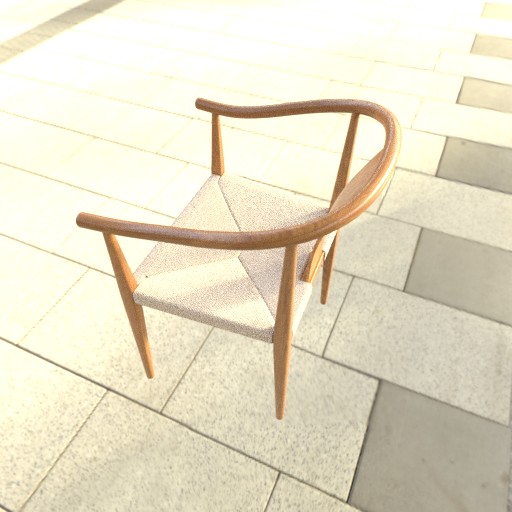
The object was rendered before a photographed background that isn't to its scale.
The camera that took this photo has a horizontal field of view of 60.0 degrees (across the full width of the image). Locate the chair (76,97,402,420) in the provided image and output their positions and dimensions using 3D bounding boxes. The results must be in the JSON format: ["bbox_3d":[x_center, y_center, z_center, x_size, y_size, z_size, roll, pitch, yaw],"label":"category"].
[{"bbox_3d":[0.000,0.000,1.195,0.579,0.800,0.556,17,49,15],"label":"chair"}]
